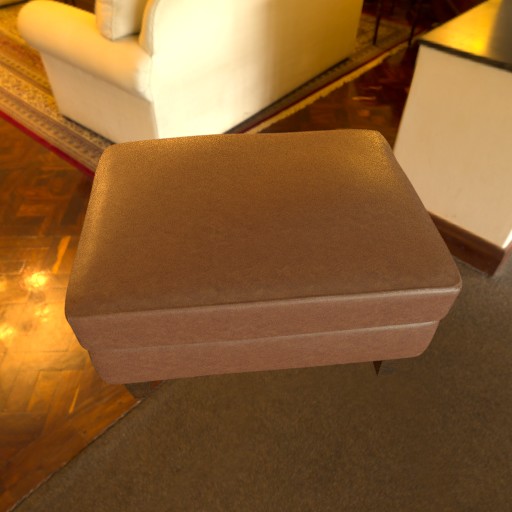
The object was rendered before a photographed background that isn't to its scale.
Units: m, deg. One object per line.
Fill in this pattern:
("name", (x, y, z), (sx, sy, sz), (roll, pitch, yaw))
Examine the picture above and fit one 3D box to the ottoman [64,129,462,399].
("ottoman", (0.000, 0.000, 1.255), (0.851, 0.485, 0.650), (-4, 46, -4))
